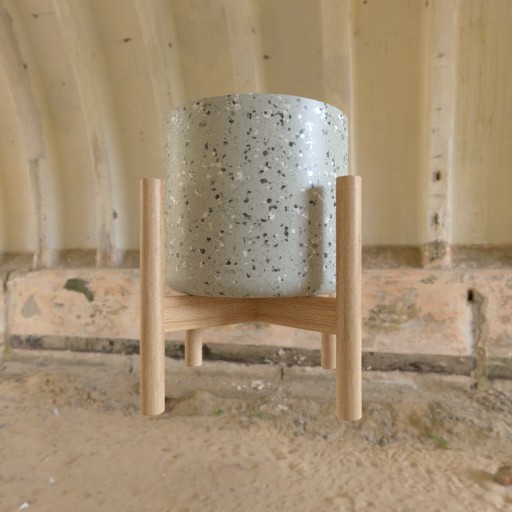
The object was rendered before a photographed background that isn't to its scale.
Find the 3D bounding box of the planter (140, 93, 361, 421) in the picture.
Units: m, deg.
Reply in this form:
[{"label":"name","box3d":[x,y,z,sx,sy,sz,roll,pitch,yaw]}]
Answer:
[{"label":"planter","box3d":[0.000,0.000,0.547,0.284,0.320,0.284,0,0,-18]}]
